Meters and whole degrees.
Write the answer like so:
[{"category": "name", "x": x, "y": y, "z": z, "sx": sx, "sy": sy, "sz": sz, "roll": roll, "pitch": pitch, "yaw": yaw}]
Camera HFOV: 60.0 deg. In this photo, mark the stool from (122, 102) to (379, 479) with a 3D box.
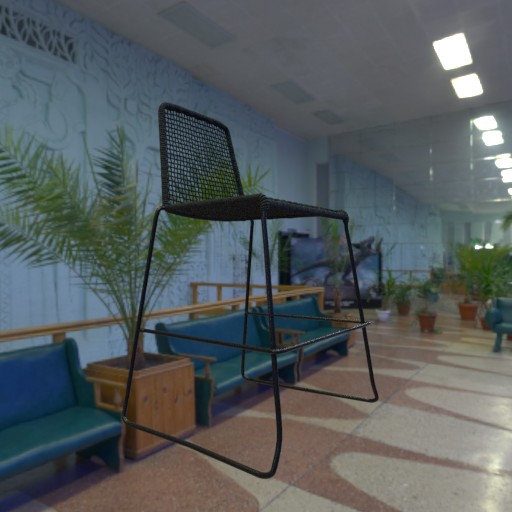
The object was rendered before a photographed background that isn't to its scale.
[{"category": "stool", "x": 0.000, "y": 0.000, "z": 1.264, "sx": 0.509, "sy": 0.905, "sz": 0.590, "roll": 0, "pitch": 0, "yaw": 36}]
